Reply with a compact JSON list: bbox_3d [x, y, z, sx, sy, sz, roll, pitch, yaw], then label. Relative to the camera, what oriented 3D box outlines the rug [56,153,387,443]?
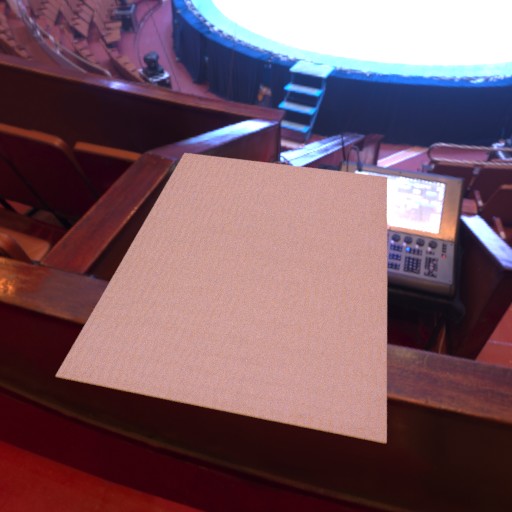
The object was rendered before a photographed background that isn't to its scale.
[{"bbox_3d":[0.000,0.000,4.159,2.410,0.021,3.055,9,46,8],"label":"rug"}]
